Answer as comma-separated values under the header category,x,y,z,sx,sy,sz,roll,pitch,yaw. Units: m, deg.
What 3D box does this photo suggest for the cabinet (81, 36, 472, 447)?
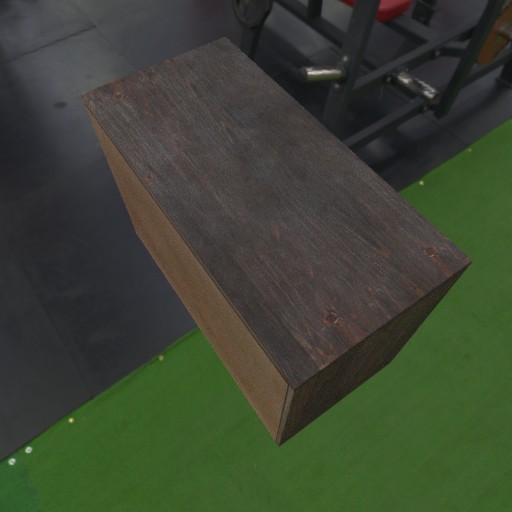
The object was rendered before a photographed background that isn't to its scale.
category,x,y,z,sx,sy,sz,roll,pitch,yaw
cabinet,0.000,0.000,1.517,0.529,0.897,1.023,-30,63,-17
